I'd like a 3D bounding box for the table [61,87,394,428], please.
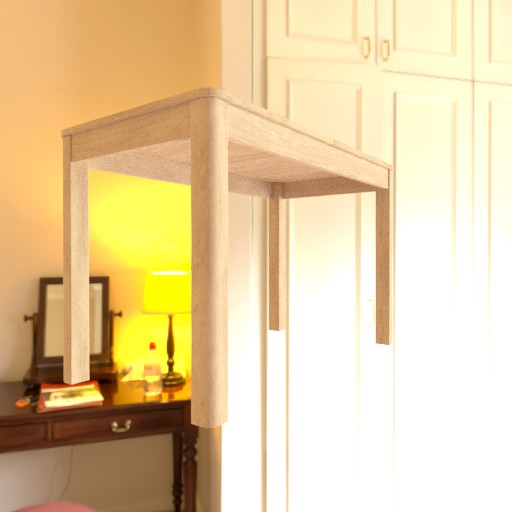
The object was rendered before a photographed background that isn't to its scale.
[{"bbox_3d":[0.000,0.000,1.932,0.750,0.900,1.400,0,1,37],"label":"table"}]
